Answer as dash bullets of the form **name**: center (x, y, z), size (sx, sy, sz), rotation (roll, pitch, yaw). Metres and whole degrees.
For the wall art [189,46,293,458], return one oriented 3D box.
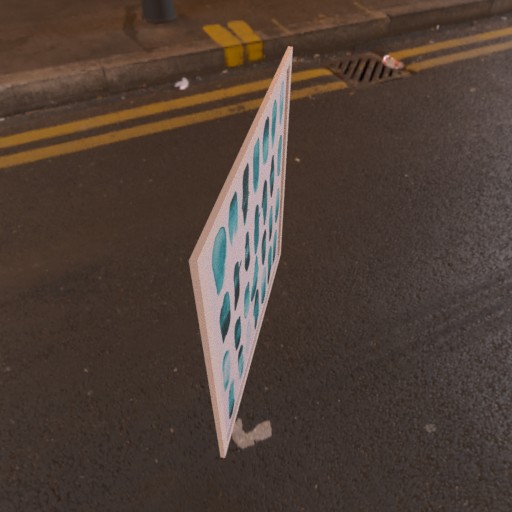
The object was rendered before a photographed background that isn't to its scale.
- **wall art**: center (0.000, 0.000, 1.221), size (0.013, 0.813, 0.812), rotation (10, 47, 9)
